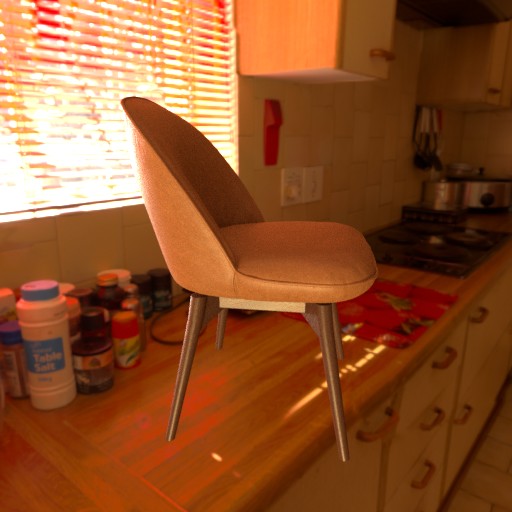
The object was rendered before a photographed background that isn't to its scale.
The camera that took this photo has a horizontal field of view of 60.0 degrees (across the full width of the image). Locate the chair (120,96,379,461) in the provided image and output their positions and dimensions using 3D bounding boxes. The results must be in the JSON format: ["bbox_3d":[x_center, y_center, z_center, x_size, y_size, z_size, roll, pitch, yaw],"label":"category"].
[{"bbox_3d":[0.000,0.000,1.213,0.631,0.831,0.521,2,15,9],"label":"chair"}]
